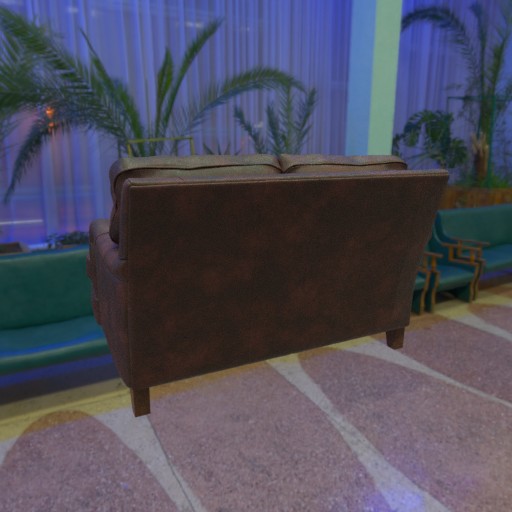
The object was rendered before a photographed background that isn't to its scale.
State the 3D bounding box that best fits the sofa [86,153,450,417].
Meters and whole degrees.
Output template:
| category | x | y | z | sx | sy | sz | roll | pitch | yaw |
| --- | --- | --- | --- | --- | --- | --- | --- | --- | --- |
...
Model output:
| category | x | y | z | sx | sy | sz | roll | pitch | yaw |
| --- | --- | --- | --- | --- | --- | --- | --- | --- | --- |
| sofa | 0.000 | 0.000 | 2.365 | 1.628 | 1.070 | 1.148 | -7 | 15 | -26 |
